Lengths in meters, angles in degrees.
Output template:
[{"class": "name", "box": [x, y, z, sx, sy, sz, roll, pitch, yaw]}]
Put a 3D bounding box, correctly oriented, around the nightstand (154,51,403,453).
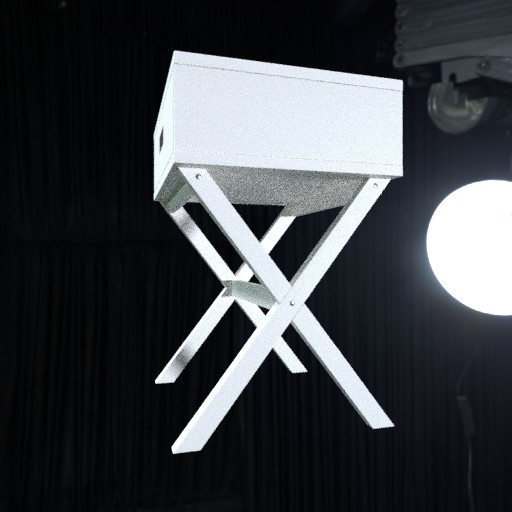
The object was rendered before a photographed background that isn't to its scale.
[{"class": "nightstand", "box": [0.000, 0.000, 0.958, 0.402, 0.623, 0.479, 0, 0, -17]}]
